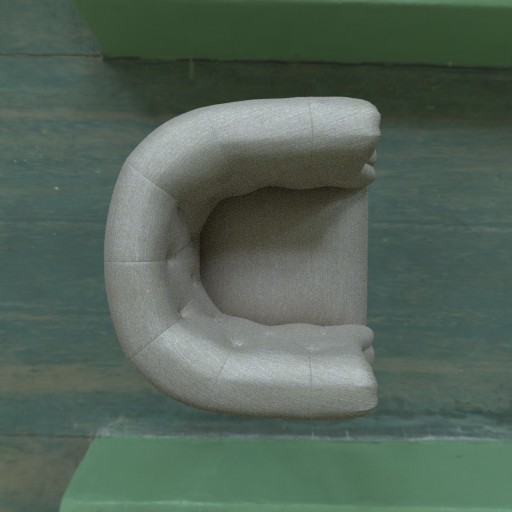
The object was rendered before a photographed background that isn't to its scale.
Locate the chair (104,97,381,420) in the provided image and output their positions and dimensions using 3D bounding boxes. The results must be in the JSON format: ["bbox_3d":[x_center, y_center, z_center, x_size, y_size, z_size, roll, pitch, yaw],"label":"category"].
[{"bbox_3d":[0.000,0.000,1.565,0.852,0.827,0.905,0,92,0],"label":"chair"}]
